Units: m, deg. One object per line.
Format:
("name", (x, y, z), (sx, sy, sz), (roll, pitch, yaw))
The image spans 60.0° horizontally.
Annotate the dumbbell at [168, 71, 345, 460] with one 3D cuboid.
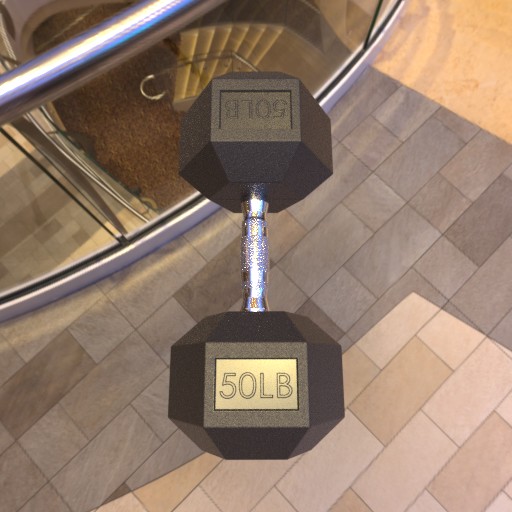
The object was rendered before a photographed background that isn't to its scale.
("dumbbell", (0.000, 0.000, 0.471), (0.173, 0.150, 0.384), (0, 76, 0))
